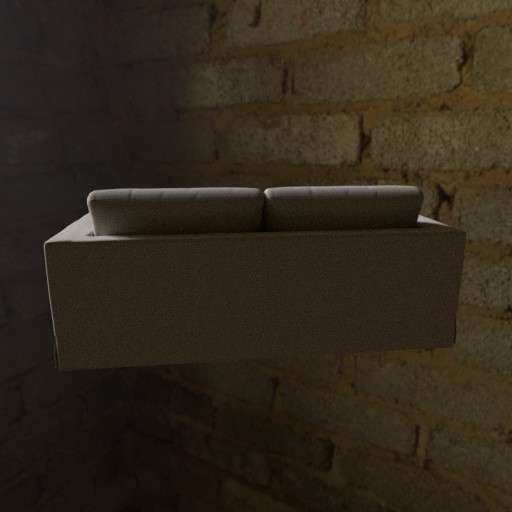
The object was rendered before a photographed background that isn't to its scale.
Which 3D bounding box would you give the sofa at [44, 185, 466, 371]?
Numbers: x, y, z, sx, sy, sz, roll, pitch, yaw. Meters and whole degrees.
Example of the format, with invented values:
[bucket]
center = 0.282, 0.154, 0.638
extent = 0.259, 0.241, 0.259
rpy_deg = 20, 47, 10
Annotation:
[sofa]
center = 0.000, 0.000, 2.701
extent = 2.163, 0.881, 0.954
rpy_deg = -2, 15, -7
